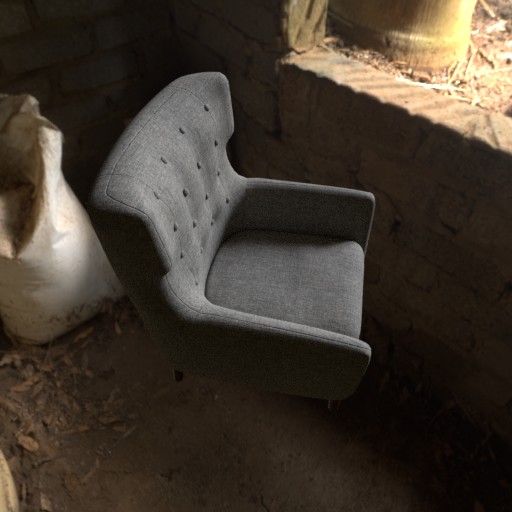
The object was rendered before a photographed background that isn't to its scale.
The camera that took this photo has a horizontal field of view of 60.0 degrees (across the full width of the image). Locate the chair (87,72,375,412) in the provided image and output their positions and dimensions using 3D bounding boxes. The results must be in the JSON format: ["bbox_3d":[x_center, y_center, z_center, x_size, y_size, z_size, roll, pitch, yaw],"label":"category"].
[{"bbox_3d":[0.000,0.000,1.734,0.904,1.063,0.878,8,47,8],"label":"chair"}]
